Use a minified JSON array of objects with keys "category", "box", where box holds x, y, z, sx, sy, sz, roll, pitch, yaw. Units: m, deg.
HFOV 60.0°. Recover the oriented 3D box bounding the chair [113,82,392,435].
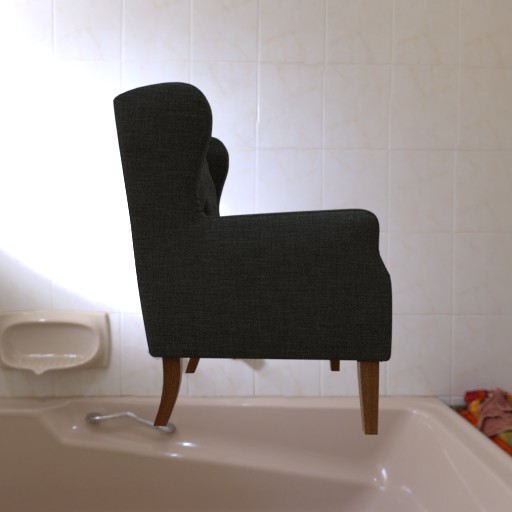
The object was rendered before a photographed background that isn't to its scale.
[{"category":"chair","box":[0.000,0.000,1.508,0.775,0.953,0.711,0,2,1]}]
